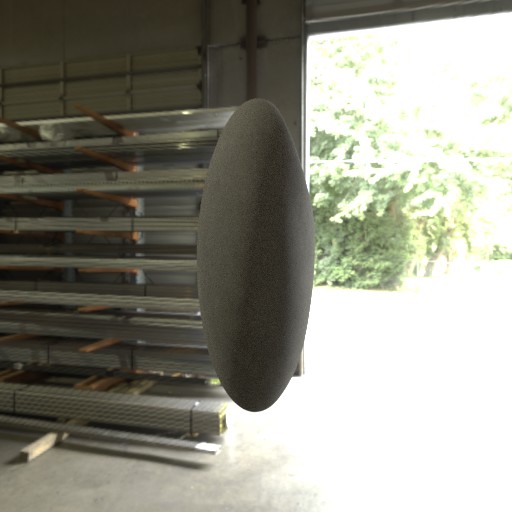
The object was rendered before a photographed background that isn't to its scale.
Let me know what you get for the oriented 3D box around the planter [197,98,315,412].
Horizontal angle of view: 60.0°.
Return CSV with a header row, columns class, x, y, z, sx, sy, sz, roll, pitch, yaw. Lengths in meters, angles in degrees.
class,x,y,z,sx,sy,sz,roll,pitch,yaw
planter,0.000,0.000,0.282,0.071,0.188,0.185,0,0,0
